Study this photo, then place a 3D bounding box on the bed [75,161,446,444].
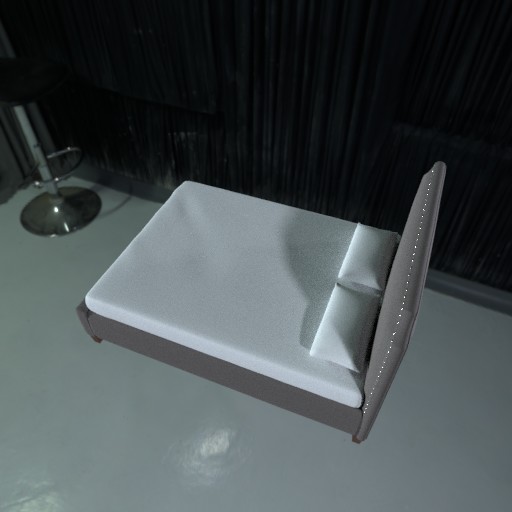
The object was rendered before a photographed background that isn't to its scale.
[{"bbox_3d":[0.000,0.000,3.478,2.372,1.443,1.713,16,48,15],"label":"bed"}]
